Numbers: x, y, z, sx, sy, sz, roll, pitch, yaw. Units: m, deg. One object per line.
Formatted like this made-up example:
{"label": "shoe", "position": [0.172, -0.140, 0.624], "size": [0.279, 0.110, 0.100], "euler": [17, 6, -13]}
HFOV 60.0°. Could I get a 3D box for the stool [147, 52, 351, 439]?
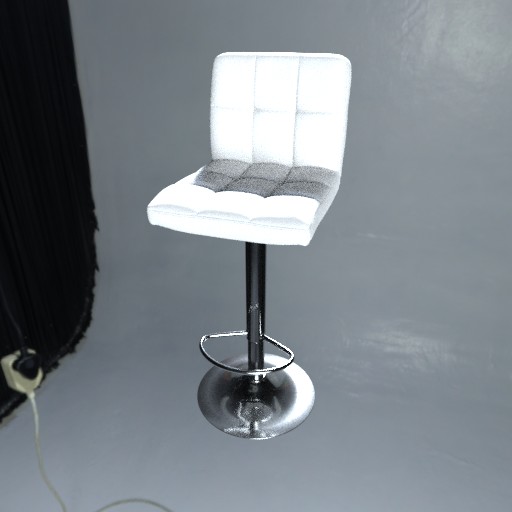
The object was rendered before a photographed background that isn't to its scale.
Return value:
{"label": "stool", "position": [0.000, 0.000, 1.358], "size": [0.430, 1.115, 0.505], "euler": [9, 28, 16]}
